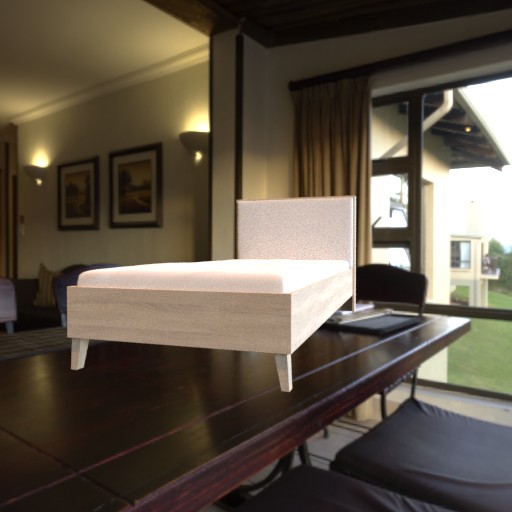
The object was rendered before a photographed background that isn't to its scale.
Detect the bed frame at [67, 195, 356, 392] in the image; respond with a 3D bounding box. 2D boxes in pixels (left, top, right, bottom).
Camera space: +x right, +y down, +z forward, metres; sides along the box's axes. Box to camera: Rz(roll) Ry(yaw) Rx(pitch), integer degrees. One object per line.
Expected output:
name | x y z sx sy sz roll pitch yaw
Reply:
bed frame | 0.000 0.000 2.706 0.990 0.920 2.140 0 1 18
